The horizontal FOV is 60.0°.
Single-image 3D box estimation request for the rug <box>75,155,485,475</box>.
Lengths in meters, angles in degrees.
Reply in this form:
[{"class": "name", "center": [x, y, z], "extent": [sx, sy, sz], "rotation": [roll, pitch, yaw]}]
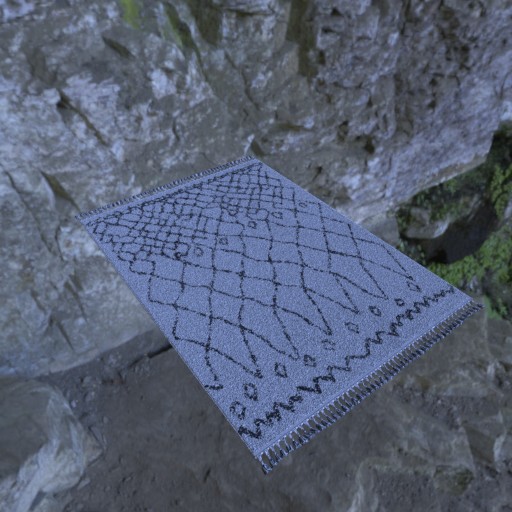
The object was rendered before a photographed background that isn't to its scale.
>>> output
[{"class": "rug", "center": [0.000, 0.000, 2.921], "extent": [1.613, 0.017, 2.312], "rotation": [-26, 46, -27]}]
